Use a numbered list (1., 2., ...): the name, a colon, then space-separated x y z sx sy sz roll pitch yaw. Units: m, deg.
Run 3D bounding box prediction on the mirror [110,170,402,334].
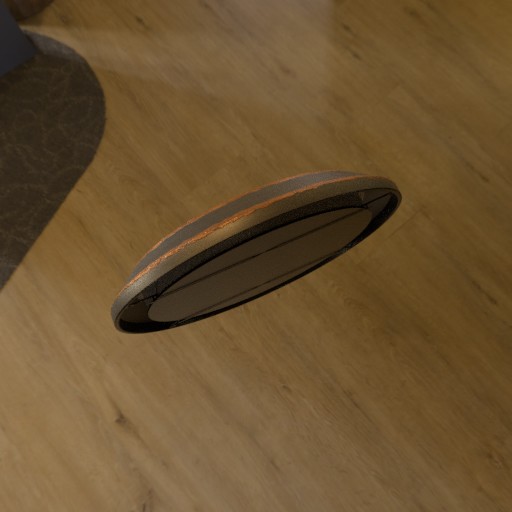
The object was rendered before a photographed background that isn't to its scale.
1. mirror: 0.000 0.000 1.360 0.907 0.907 0.111 -23 76 -6
